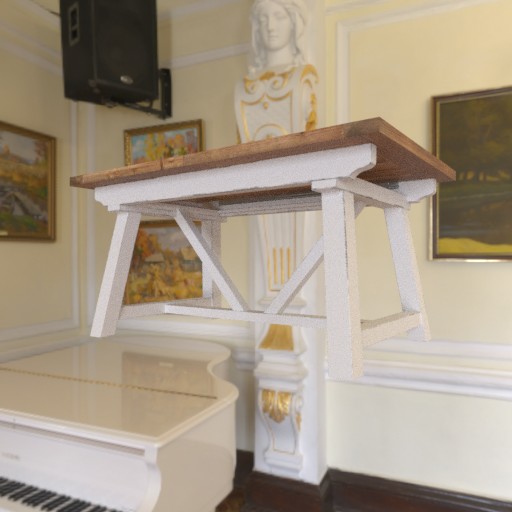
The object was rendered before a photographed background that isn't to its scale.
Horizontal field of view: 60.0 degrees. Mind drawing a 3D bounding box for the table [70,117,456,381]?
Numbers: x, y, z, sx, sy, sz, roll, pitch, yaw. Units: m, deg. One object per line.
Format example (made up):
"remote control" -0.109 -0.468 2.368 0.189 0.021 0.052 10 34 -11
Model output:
"table" 0.000 0.000 2.016 1.503 0.743 0.922 0 -1 36
